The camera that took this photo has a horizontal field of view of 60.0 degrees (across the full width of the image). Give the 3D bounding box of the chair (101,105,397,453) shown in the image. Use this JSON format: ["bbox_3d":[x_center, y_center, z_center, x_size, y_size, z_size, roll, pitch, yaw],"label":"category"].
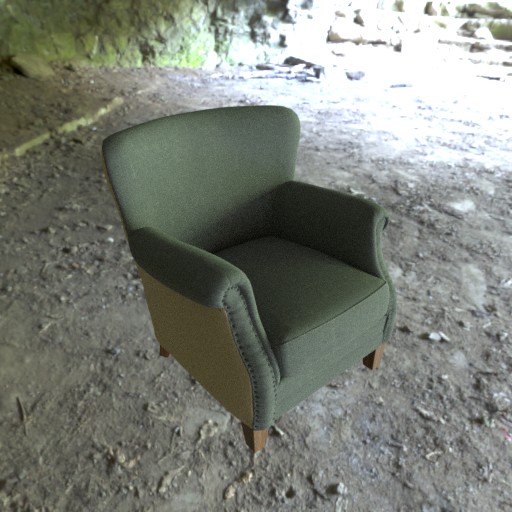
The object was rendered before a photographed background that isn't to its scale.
[{"bbox_3d":[0.000,0.000,1.687,0.861,0.936,0.921,-23,37,-34],"label":"chair"}]
